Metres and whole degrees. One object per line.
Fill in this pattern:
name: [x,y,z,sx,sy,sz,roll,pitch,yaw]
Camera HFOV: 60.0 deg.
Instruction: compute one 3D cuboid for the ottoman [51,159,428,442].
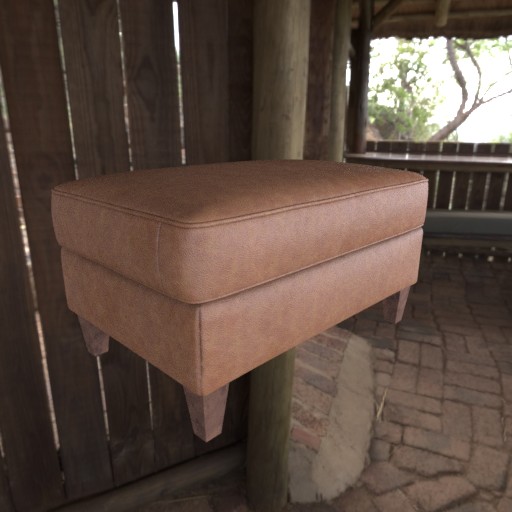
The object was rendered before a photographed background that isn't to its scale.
ottoman: [0.000,0.000,1.187,0.584,0.483,0.864,16,23,42]
